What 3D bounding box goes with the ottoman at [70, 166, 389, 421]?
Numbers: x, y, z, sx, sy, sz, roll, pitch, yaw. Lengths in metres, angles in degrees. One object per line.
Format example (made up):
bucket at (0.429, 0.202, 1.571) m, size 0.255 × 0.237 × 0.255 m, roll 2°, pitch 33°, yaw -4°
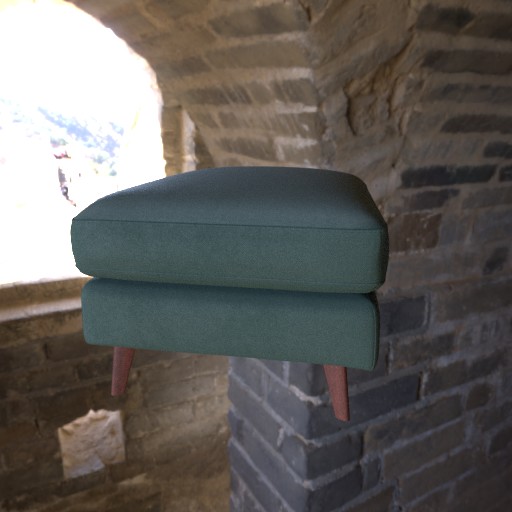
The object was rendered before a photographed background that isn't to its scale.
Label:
ottoman at (0.000, 0.000, 1.183) m, size 0.608 × 0.449 × 0.811 m, roll 3°, pitch 15°, yaw 10°
